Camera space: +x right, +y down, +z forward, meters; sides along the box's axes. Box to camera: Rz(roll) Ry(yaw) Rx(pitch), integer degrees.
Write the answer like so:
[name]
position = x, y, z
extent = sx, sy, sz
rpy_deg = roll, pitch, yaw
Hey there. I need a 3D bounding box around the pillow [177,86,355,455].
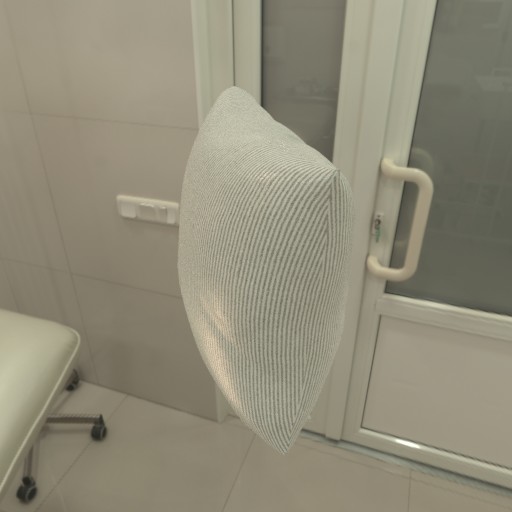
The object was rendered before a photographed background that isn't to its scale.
[pillow]
position = 0.000, 0.000, 0.690
extent = 0.310, 0.432, 0.387
rpy_deg = 10, 32, 17
